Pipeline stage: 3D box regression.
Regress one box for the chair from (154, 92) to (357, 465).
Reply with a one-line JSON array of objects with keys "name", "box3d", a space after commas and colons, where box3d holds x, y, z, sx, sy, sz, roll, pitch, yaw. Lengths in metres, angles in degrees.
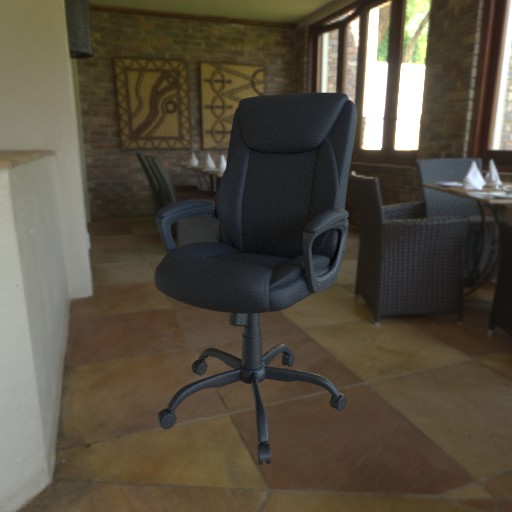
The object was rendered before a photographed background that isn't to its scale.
[{"name": "chair", "box3d": [0.000, 0.000, 1.484, 0.615, 1.072, 0.655, 8, 16, 27]}]
